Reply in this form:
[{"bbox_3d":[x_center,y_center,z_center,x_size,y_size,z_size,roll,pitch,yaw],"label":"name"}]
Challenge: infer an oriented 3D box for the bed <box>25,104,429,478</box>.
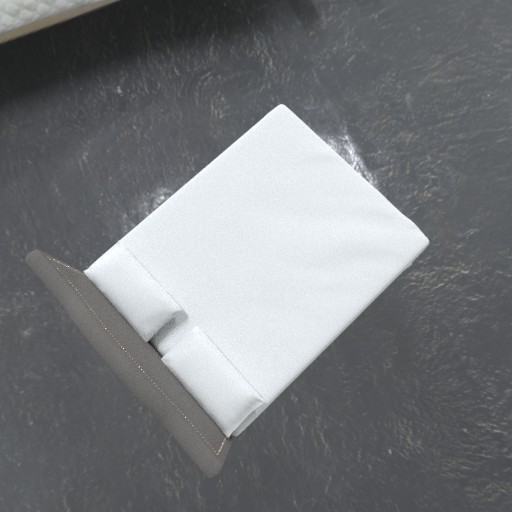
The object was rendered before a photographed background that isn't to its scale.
[{"bbox_3d":[0.000,0.000,3.331,2.282,1.436,1.821,-43,80,-9],"label":"bed"}]
